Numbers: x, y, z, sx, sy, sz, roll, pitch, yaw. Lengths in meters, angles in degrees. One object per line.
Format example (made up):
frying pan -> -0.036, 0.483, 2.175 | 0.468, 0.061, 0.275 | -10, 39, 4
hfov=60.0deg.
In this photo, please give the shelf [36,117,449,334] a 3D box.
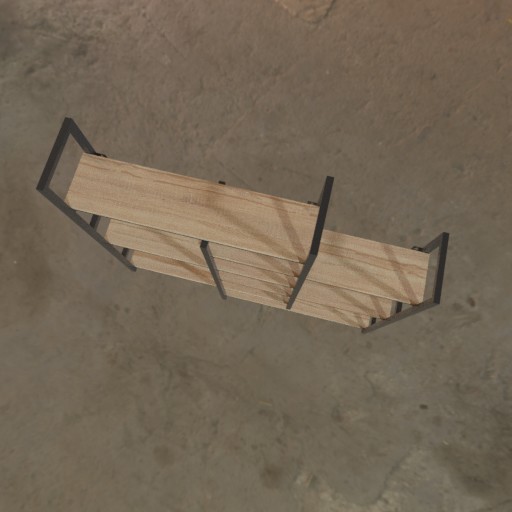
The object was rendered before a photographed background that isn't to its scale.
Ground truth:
shelf -> 0.000, 0.000, 1.396 | 0.946, 0.921, 0.183 | 13, 75, 4
